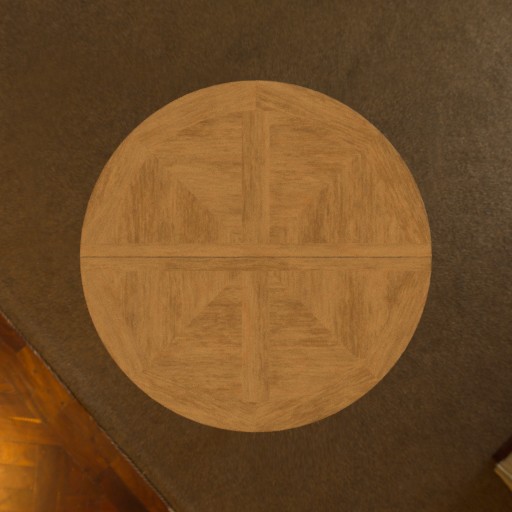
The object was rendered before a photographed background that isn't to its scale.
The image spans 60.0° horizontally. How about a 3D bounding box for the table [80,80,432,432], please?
[{"bbox_3d":[0.000,0.000,2.042,1.319,0.762,1.319,0,91,0],"label":"table"}]
